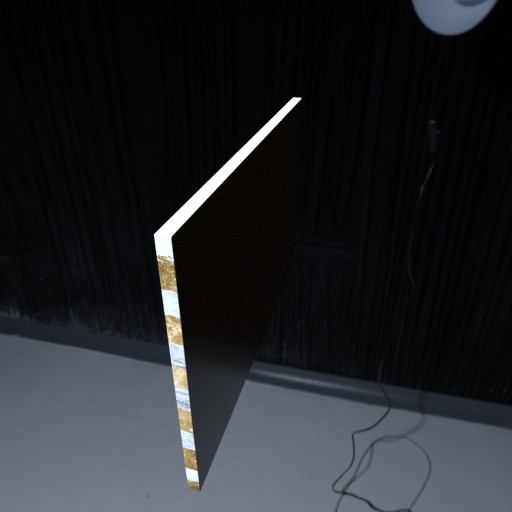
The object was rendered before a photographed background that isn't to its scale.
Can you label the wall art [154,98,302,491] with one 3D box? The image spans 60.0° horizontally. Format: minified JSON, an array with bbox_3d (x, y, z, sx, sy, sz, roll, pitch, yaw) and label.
[{"bbox_3d":[0.000,0.000,1.158,0.027,0.610,0.932,9,32,14],"label":"wall art"}]
